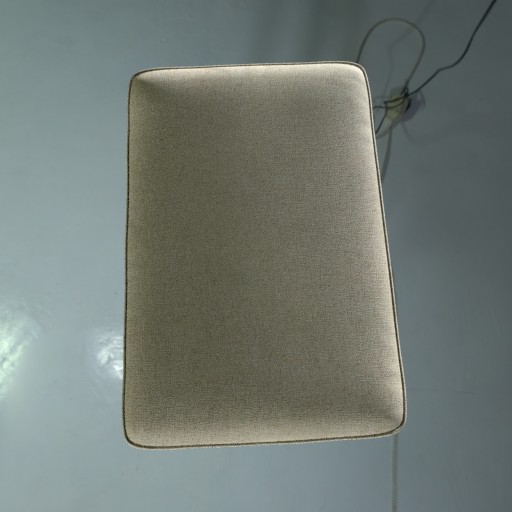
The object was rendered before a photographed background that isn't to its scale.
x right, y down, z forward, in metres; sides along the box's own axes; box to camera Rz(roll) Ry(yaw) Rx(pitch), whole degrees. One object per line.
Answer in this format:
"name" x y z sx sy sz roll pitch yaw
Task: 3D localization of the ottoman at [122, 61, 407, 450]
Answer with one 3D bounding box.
"ottoman" 0.000 0.000 1.163 0.583 0.484 0.862 -3 77 -1
